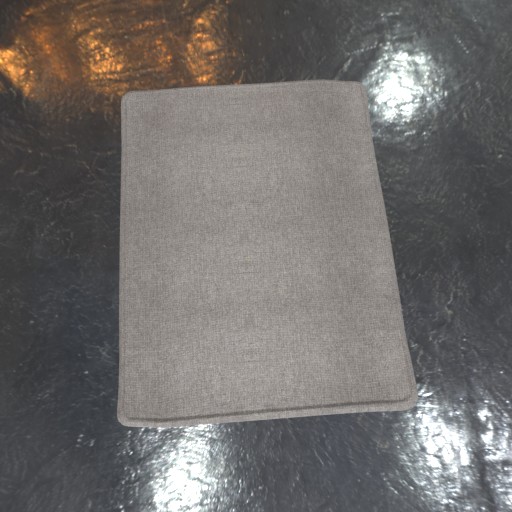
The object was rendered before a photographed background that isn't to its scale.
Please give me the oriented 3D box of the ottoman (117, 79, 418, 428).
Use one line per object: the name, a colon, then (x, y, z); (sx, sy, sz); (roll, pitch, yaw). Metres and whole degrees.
ottoman: (0.000, 0.000, 1.221); (0.652, 0.492, 0.833); (-4, 74, -1)
